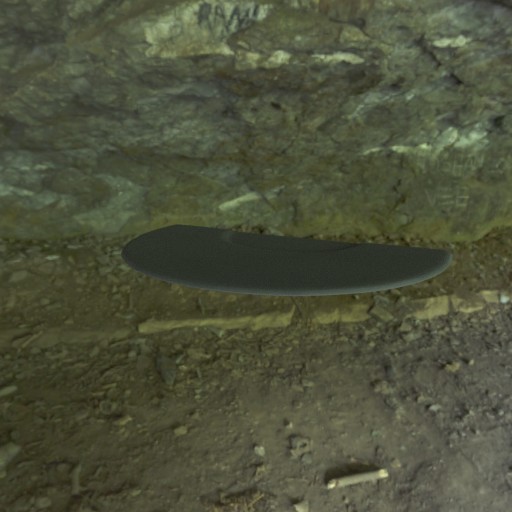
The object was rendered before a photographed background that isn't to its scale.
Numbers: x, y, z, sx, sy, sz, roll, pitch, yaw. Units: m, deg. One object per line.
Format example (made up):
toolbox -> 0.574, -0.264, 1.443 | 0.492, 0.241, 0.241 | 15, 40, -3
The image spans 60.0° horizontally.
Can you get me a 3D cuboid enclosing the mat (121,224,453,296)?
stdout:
mat -> 0.000, 0.000, 1.919 | 1.525, 0.022, 0.917 | 7, 16, 25
